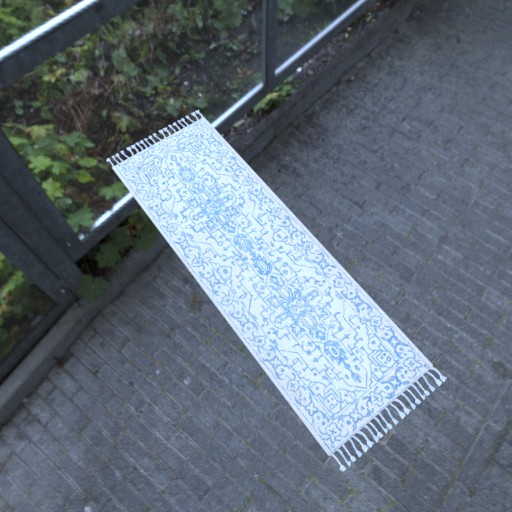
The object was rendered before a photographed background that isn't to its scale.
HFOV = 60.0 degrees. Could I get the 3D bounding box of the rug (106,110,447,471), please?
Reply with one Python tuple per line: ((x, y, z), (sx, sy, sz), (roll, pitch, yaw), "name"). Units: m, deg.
((0.000, 0.000, 2.741), (0.774, 0.011, 2.449), (-34, 68, -15), "rug")
